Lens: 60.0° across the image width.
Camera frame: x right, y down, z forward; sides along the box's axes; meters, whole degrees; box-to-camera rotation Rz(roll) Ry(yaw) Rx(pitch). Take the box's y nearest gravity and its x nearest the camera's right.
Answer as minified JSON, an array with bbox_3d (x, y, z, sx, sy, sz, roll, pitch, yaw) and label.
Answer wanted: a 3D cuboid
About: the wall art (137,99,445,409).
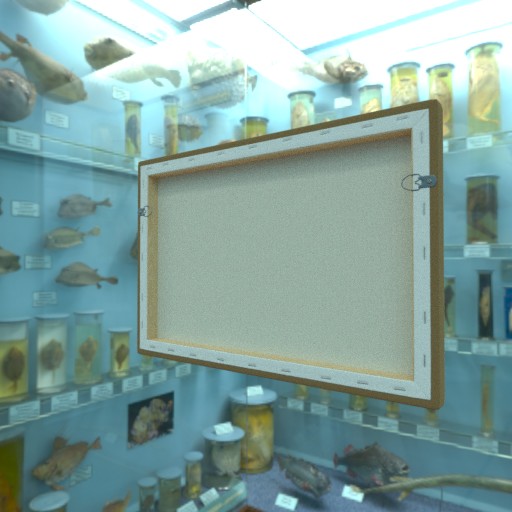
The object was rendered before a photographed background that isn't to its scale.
[{"bbox_3d":[0.000,0.000,0.478,0.380,0.254,0.019,-1,-1,37],"label":"wall art"}]
